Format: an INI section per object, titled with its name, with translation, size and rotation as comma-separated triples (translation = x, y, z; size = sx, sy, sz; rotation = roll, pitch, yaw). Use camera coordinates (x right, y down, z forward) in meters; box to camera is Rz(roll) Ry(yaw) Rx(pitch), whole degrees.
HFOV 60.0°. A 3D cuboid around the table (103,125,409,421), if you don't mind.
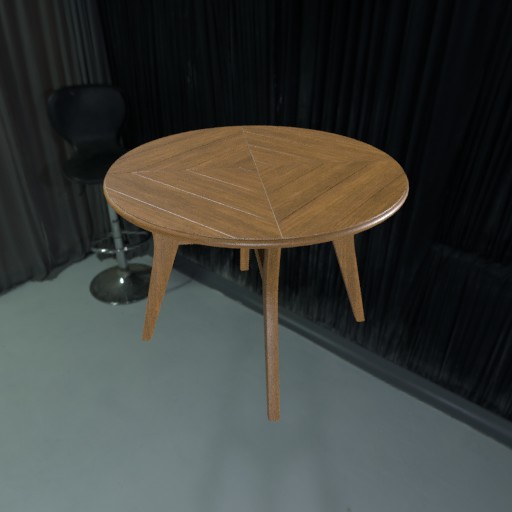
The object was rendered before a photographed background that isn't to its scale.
[table]
translation = 0.000, 0.000, 1.788
size = 1.055, 0.757, 1.055
rotation = 0, 32, 0
